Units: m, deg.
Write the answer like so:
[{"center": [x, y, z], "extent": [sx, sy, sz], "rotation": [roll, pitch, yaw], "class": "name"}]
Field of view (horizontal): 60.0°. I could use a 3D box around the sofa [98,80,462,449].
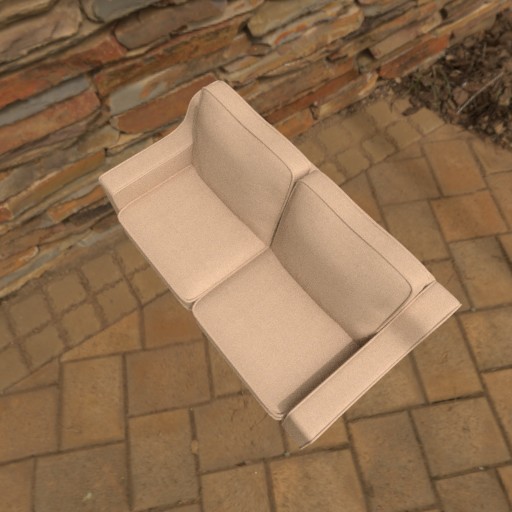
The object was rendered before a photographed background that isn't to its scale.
[{"center": [0.000, 0.000, 3.525], "extent": [1.351, 1.562, 2.587], "rotation": [-36, 69, -16], "class": "sofa"}]
